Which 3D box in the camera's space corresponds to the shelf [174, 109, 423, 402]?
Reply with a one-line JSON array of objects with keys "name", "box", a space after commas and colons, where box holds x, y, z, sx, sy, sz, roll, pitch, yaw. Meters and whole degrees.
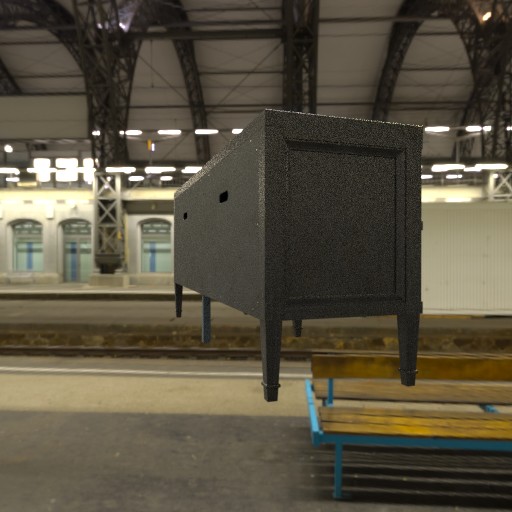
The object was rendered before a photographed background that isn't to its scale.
[{"name": "shelf", "box": [0.000, 0.000, 1.897, 0.479, 0.719, 1.575, 0, 0, -18]}]
